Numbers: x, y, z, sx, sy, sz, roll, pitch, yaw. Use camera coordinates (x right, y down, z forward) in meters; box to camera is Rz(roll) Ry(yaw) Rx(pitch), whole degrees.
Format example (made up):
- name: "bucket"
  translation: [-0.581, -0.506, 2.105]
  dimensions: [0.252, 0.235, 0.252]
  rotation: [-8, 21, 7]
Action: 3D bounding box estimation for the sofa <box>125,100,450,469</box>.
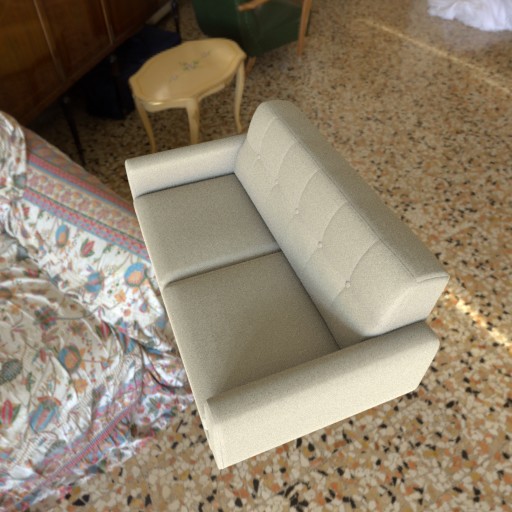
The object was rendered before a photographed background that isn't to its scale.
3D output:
- name: "sofa"
  translation: [0.000, 0.000, 2.213]
  dimensions: [0.980, 0.892, 1.655]
  rotation: [-16, 49, -15]
